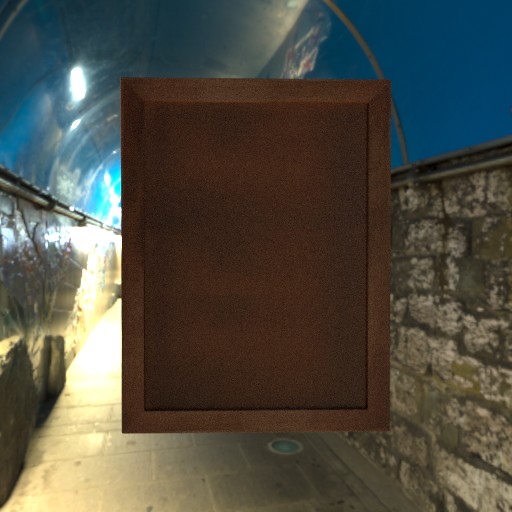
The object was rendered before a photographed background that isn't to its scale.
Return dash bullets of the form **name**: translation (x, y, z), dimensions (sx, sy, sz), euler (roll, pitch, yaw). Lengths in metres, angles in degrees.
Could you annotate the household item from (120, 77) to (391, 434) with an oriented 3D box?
- **household item**: translation (0.000, 0.000, 0.542), dimensions (0.310, 0.407, 0.067), euler (0, 1, -1)
